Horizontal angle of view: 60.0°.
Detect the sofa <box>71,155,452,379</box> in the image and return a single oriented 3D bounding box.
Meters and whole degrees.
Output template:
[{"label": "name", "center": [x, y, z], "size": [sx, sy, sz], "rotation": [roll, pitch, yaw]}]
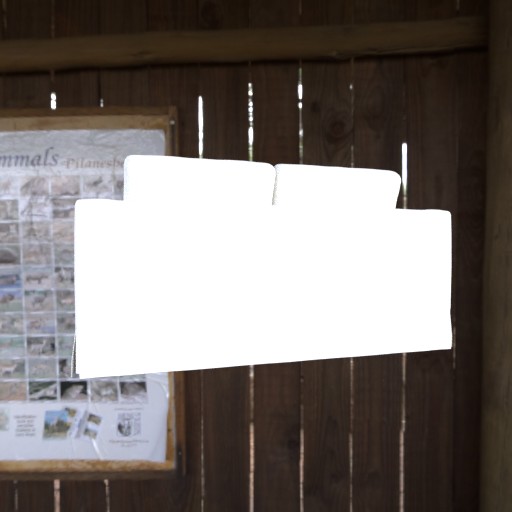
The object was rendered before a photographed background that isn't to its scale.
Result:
[{"label": "sofa", "center": [0.000, 0.000, 2.452], "size": [1.813, 0.932, 1.009], "rotation": [0, 1, -17]}]
